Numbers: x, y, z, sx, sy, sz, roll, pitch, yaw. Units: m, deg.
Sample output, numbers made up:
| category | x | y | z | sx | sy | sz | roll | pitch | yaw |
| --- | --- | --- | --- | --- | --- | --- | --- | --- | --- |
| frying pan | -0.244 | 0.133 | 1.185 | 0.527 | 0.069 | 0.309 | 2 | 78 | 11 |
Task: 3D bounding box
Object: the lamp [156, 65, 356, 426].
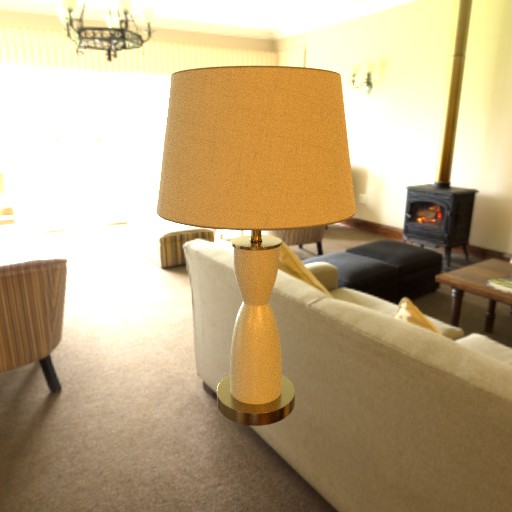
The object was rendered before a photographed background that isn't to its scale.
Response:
| category | x | y | z | sx | sy | sz | roll | pitch | yaw |
| --- | --- | --- | --- | --- | --- | --- | --- | --- | --- |
| lamp | 0.000 | 0.000 | 0.723 | 0.309 | 0.545 | 0.309 | 0 | 16 | 0 |
